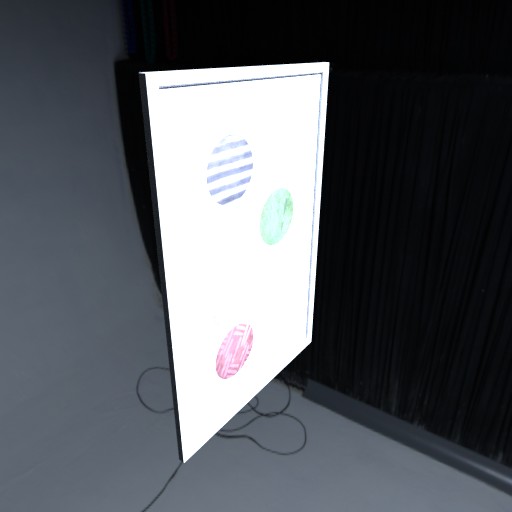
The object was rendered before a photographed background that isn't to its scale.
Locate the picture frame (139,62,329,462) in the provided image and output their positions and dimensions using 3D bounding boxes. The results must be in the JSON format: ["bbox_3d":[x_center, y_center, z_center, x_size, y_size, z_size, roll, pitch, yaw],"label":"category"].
[{"bbox_3d":[0.000,0.000,0.836,0.013,0.657,0.457,18,31,33],"label":"picture frame"}]
